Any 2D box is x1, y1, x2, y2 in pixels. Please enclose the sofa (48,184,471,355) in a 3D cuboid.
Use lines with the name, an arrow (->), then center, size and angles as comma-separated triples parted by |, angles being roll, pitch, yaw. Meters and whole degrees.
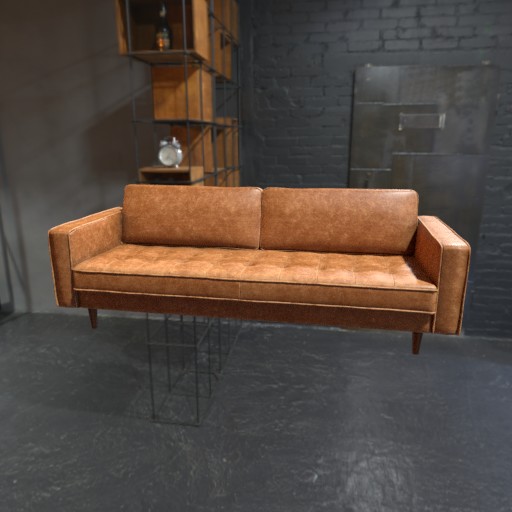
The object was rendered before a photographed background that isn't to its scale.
sofa -> 0.000, 0.000, 2.663 | 2.199, 0.779, 0.886 | 3, 15, 10
